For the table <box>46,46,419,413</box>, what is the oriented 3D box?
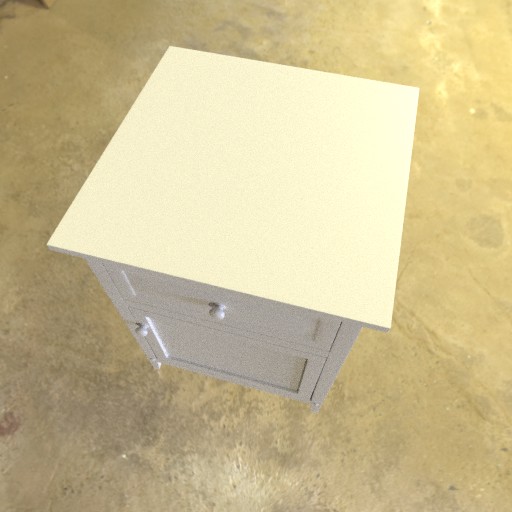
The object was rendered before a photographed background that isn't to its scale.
[{"bbox_3d":[0.000,0.000,0.768,0.381,0.483,0.381,13,59,8],"label":"table"}]
